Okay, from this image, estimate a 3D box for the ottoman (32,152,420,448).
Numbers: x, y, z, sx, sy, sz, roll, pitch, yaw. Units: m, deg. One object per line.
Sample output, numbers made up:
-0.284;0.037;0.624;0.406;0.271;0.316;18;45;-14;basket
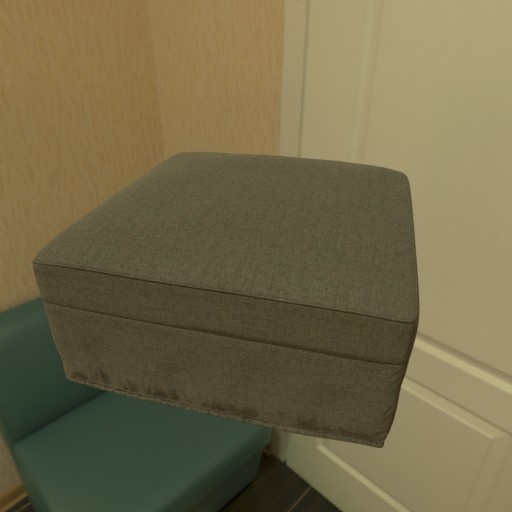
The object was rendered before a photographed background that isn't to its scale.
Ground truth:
0.000;0.000;1.300;0.843;0.436;0.840;8;31;13;ottoman
